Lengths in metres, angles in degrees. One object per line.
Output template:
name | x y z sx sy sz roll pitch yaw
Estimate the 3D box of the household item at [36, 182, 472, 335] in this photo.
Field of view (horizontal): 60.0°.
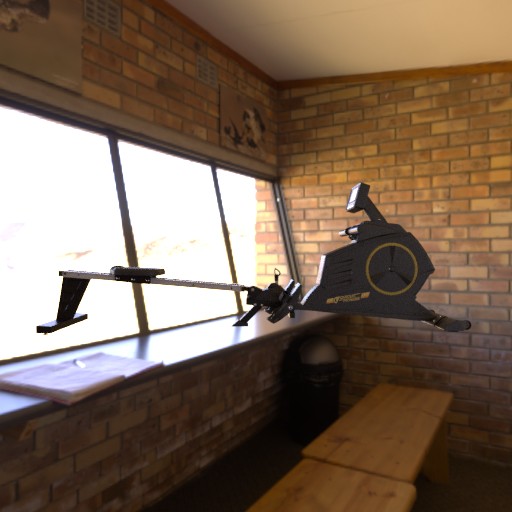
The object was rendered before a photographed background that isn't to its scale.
household item | 0.000 0.000 2.536 2.251 0.810 0.521 0 0 -1
